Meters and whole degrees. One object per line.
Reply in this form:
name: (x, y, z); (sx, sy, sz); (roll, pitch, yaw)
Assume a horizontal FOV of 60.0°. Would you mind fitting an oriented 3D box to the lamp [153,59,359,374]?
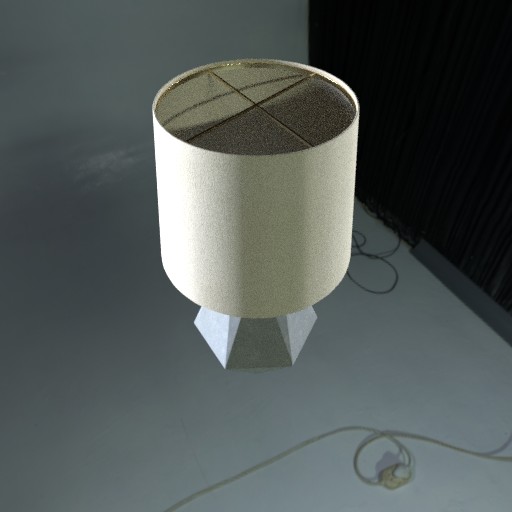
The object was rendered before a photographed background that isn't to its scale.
lamp: (0.000, 0.000, 0.676); (0.276, 0.501, 0.276); (0, 46, 0)
